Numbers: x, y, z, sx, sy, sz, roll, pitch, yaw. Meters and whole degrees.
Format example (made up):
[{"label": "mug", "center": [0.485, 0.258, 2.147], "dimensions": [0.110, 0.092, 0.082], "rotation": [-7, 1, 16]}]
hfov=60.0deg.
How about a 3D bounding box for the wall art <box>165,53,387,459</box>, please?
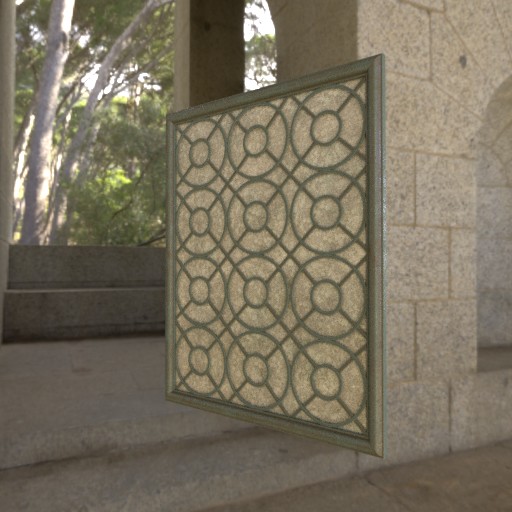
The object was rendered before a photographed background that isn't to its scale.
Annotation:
[{"label": "wall art", "center": [0.000, 0.000, 1.300], "dimensions": [0.767, 0.983, 0.030], "rotation": [-1, -1, 36]}]
